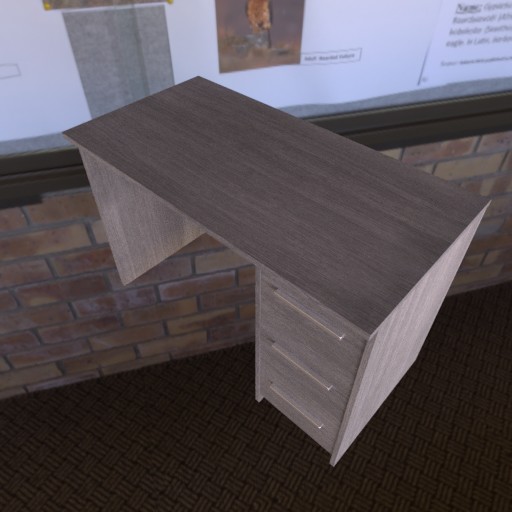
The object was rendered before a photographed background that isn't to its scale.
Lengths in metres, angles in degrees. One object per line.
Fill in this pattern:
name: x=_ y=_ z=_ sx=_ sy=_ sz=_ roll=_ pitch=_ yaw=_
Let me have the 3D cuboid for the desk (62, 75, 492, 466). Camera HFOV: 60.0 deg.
desk: x=0.000 y=0.000 z=1.492 sx=1.097 sy=0.735 sz=0.560 roll=33 pitch=54 yaw=29
